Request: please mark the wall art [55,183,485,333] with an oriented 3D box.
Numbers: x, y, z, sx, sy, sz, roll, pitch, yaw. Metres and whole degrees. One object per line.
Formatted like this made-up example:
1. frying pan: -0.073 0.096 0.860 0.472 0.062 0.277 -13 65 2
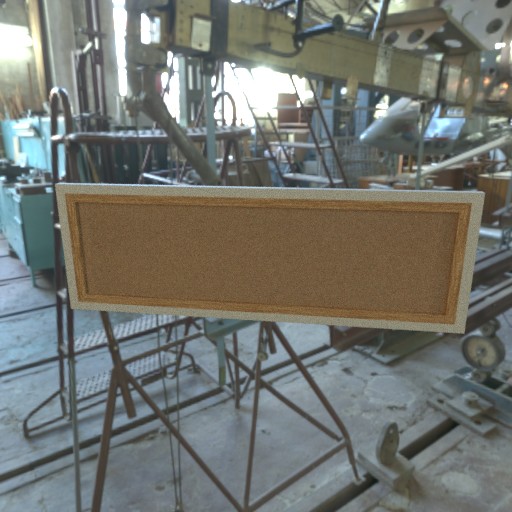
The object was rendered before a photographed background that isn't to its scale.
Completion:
1. wall art: 0.000 0.000 1.645 1.520 0.507 0.039 2 17 8
